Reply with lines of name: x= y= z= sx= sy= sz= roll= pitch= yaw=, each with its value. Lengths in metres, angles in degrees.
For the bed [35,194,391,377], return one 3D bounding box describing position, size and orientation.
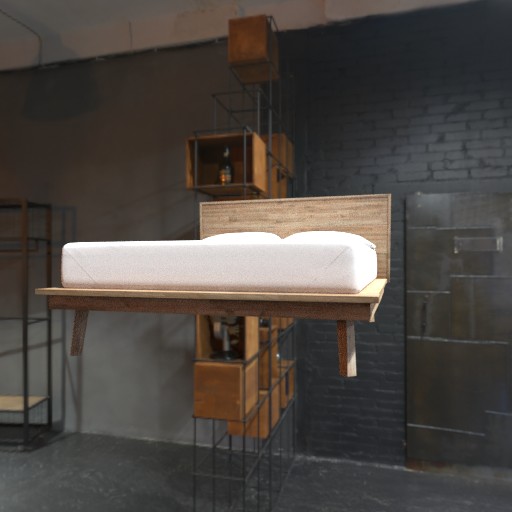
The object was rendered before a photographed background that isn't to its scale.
bed: x=0.000 y=0.000 z=3.033 sx=1.759 sy=1.071 sz=2.145 roll=0 pitch=-1 yaw=17
